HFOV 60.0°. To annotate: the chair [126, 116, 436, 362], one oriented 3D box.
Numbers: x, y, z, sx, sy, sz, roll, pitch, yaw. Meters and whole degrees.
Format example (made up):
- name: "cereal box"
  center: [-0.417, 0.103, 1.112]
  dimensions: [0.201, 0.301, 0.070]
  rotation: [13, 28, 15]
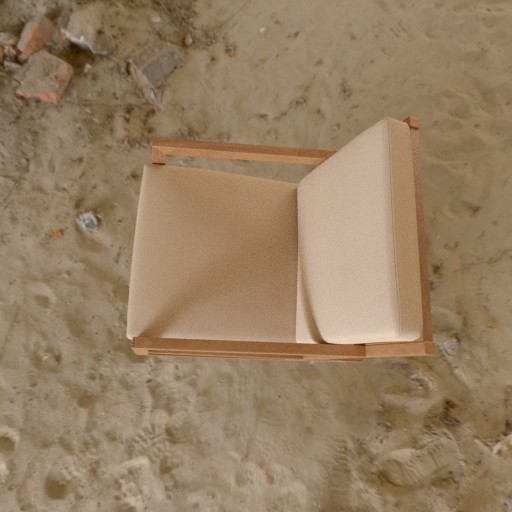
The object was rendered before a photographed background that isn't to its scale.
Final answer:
- name: "chair"
  center: [0.000, 0.000, 1.422]
  dimensions: [0.857, 0.790, 0.622]
  rotation: [2, 75, 0]
